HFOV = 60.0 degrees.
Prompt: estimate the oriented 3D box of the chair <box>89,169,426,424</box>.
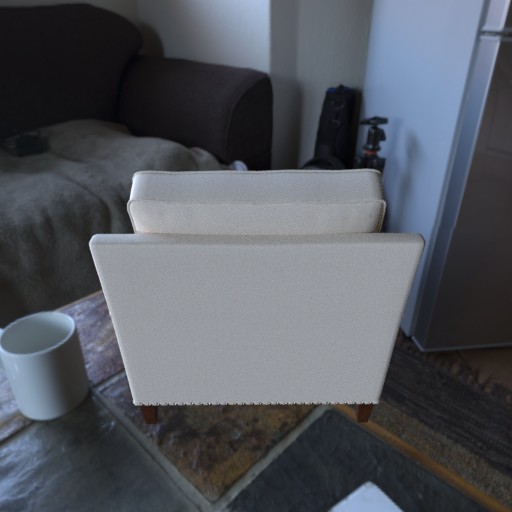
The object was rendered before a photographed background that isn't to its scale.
[{"bbox_3d":[0.000,0.000,1.700,0.853,0.943,1.014,0,30,0],"label":"chair"}]
